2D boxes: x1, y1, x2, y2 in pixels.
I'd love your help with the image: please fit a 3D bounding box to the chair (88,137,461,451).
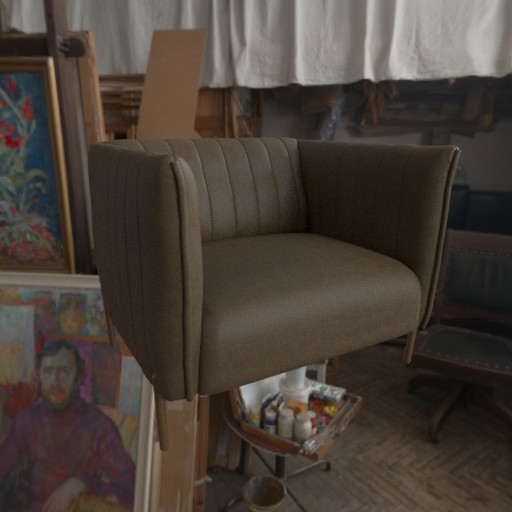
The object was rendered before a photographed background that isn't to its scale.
[{"bbox_3d":[0.000,0.000,1.545,0.981,0.779,0.876,-9,19,-28],"label":"chair"}]
